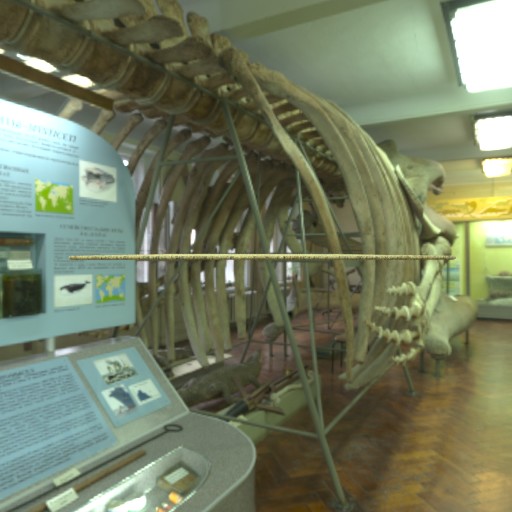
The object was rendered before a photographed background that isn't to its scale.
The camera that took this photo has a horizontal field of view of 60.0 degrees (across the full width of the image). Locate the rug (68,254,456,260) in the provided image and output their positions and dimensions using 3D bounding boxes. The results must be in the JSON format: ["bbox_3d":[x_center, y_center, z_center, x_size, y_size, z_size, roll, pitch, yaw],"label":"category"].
[{"bbox_3d":[0.000,0.000,2.324,1.243,0.014,1.846,0,0,-1],"label":"rug"}]
